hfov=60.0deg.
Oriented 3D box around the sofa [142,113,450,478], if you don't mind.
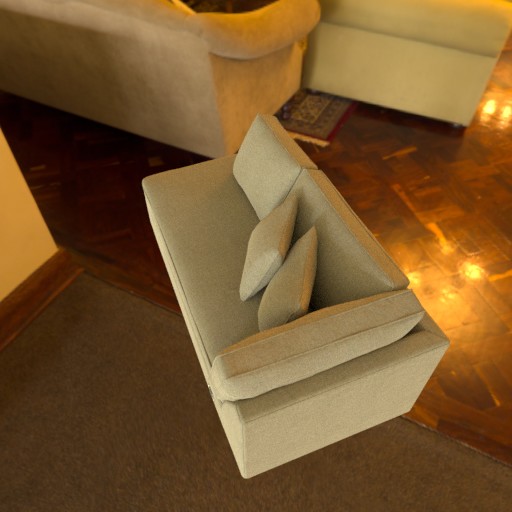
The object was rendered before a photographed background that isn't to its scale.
[{"bbox_3d":[0.000,0.000,2.857,1.110,1.019,2.238,-16,49,-15],"label":"sofa"}]
